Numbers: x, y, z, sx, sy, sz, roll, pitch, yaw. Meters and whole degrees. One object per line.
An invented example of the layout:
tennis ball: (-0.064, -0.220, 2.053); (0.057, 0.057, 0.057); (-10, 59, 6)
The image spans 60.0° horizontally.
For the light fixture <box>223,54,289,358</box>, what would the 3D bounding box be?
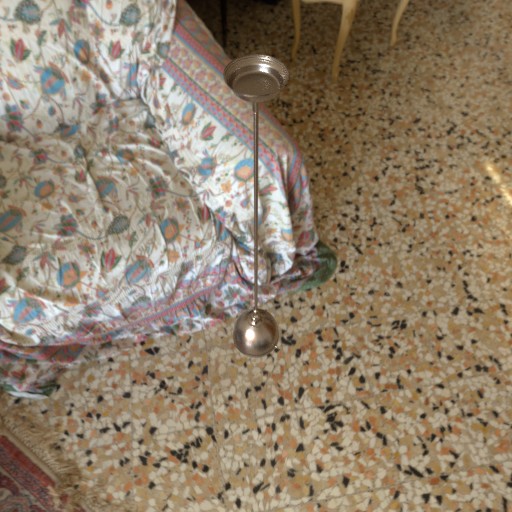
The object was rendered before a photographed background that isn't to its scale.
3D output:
light fixture: (0.000, 0.000, 1.459); (0.211, 1.367, 0.217); (-1, 58, -1)
